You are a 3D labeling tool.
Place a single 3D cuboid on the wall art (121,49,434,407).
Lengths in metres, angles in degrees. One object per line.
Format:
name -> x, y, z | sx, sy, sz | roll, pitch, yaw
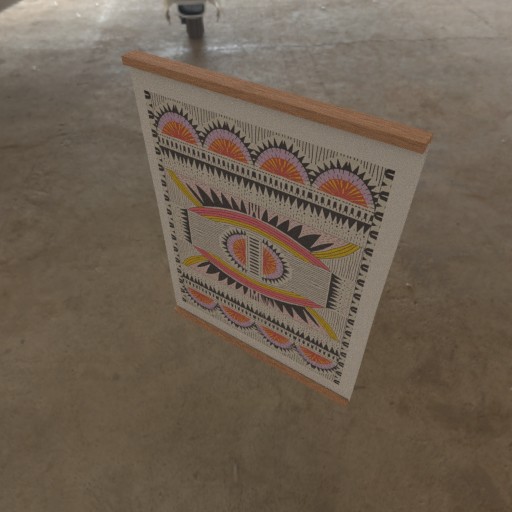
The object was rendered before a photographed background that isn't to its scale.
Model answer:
wall art -> 0.000, 0.000, 0.787 | 0.456, 0.609, 0.028 | 24, 50, 23
